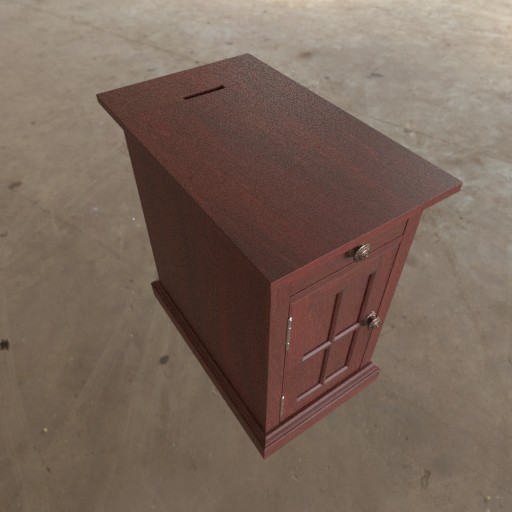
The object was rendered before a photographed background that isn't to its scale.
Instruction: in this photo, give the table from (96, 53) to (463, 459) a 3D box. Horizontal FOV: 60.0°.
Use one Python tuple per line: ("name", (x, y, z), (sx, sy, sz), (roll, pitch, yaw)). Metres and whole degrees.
("table", (0.000, 0.000, 0.983), (0.356, 0.612, 0.584), (-26, 51, -23))
